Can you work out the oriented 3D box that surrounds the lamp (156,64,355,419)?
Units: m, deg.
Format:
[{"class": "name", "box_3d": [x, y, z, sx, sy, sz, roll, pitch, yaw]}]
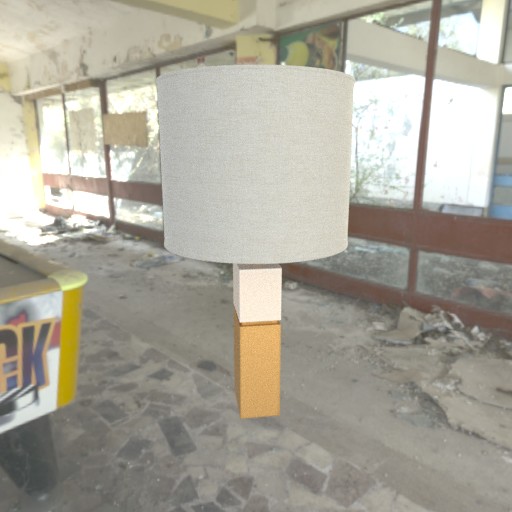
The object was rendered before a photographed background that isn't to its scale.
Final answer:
[{"class": "lamp", "box_3d": [0.000, 0.000, 0.568, 0.229, 0.417, 0.229, -2, 14, -9]}]
